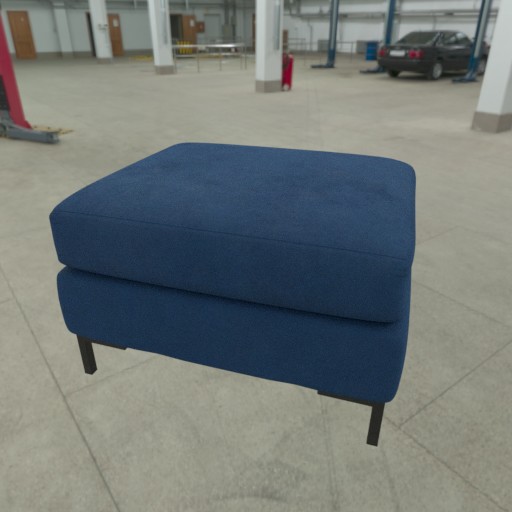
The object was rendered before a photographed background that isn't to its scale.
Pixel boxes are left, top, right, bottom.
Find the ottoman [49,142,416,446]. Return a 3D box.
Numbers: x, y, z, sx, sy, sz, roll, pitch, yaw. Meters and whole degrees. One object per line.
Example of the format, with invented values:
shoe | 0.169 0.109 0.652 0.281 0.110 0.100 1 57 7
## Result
ottoman | 0.000 0.000 1.185 0.794 0.485 0.655 8 29 16
